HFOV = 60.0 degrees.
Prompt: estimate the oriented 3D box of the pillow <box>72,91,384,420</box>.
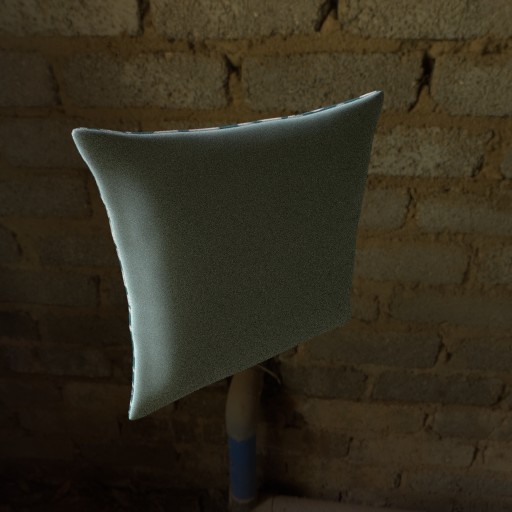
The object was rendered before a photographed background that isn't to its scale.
[{"bbox_3d":[0.000,0.000,0.775,0.525,0.508,0.166,-18,34,-28],"label":"pillow"}]
